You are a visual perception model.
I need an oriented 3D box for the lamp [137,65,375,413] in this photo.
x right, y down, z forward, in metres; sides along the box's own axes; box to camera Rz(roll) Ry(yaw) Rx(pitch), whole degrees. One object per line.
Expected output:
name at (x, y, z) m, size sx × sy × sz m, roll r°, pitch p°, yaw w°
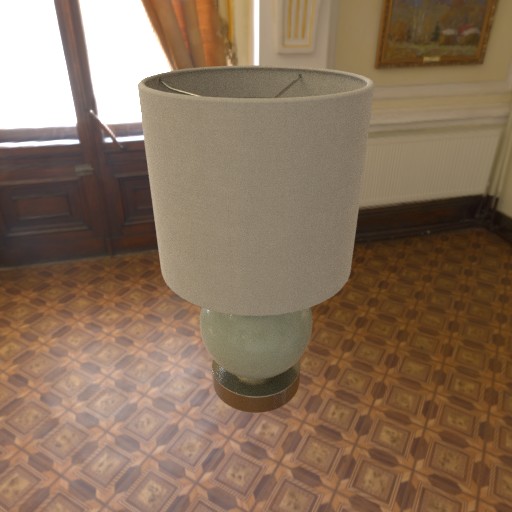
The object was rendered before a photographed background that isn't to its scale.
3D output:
lamp at (0.000, 0.000, 0.470) m, size 0.201 × 0.353 × 0.201 m, roll -1°, pitch 29°, yaw -2°
